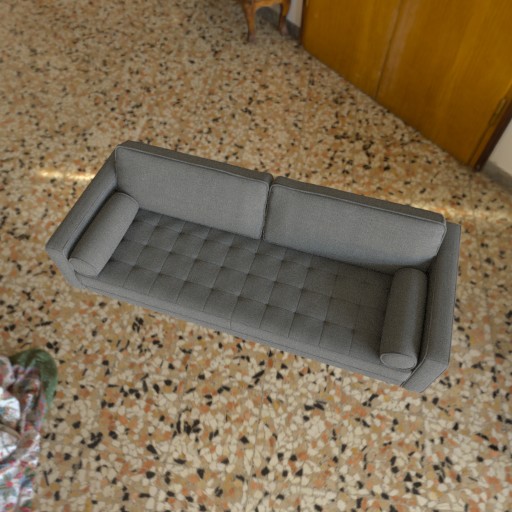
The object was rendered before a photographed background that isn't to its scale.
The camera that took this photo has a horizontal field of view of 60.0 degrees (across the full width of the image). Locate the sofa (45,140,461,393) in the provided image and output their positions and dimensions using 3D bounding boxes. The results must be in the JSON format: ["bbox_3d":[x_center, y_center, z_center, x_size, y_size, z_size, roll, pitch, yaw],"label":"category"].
[{"bbox_3d":[0.000,0.000,2.640,2.198,0.762,0.914,15,57,10],"label":"sofa"}]
